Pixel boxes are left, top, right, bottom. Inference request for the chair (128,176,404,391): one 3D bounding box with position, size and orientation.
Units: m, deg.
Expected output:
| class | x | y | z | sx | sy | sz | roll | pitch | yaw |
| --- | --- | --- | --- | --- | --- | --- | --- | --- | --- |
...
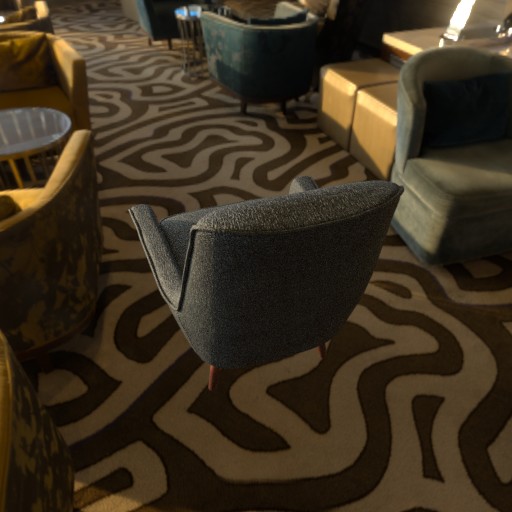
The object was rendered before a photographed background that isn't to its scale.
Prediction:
| class | x | y | z | sx | sy | sz | roll | pitch | yaw |
| --- | --- | --- | --- | --- | --- | --- | --- | --- | --- |
| chair | 0.000 | 0.000 | 1.512 | 0.763 | 0.883 | 0.859 | -12 | 42 | -14 |
